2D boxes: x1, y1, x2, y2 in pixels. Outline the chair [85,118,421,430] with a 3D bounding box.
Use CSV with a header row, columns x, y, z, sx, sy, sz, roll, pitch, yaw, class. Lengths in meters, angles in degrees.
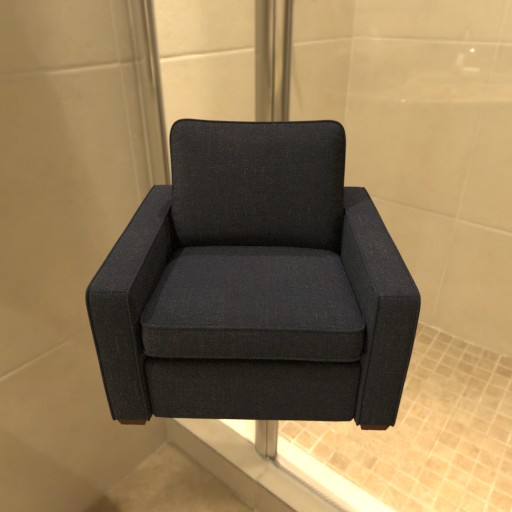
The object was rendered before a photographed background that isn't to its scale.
x,y,z,sx,sy,sz,roll,pitch,yaw,class
0.000,0.000,1.728,1.017,0.919,0.940,1,29,1,chair
